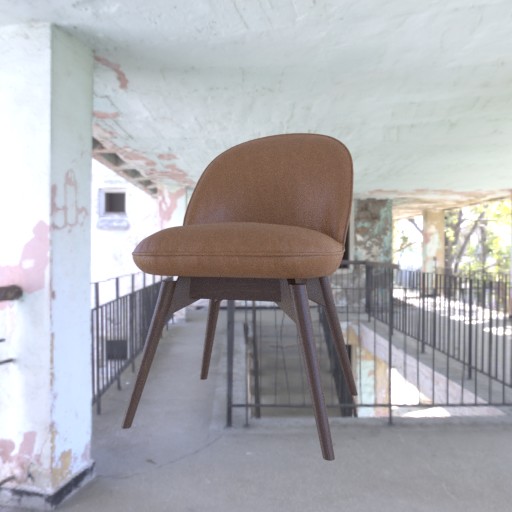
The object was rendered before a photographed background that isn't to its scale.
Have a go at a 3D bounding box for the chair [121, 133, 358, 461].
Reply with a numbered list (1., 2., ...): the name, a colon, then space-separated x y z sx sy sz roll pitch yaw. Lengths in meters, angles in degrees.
1. chair: 0.000 0.000 1.236 0.521 0.831 0.631 0 1 19
